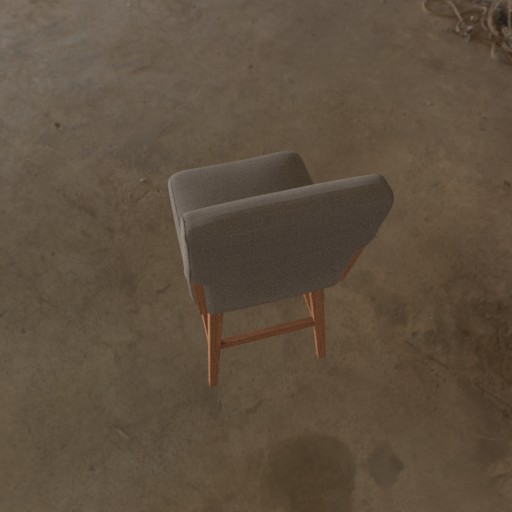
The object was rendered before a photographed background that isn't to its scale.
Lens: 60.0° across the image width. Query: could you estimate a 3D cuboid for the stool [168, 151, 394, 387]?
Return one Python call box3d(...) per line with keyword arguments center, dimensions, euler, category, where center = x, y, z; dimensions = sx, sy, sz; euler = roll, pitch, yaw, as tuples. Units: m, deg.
box3d(center=(0.000, 0.000, 1.424), dimensions=(0.483, 1.112, 0.570), euler=(-13, 58, -8), category="stool")
